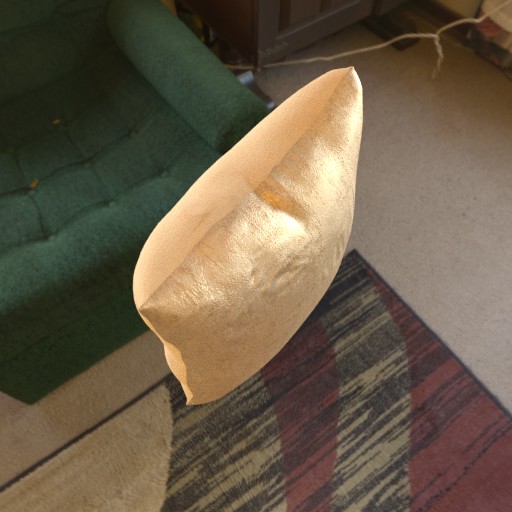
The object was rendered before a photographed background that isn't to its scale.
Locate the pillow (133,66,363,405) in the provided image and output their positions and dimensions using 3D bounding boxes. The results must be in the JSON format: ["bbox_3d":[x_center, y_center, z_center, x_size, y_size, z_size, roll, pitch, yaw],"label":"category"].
[{"bbox_3d":[0.000,0.000,0.714,0.245,0.448,0.450,33,65,18],"label":"pillow"}]
